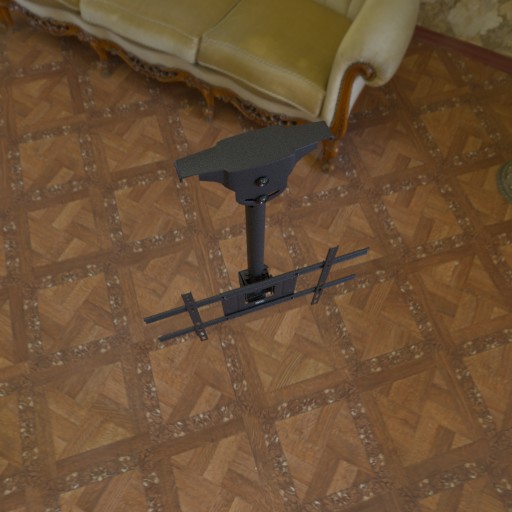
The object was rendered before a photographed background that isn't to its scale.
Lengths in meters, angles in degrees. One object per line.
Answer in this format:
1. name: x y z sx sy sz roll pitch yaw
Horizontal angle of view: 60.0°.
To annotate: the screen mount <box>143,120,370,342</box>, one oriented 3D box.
1. screen mount: 0.000 0.000 1.048 0.595 0.775 0.090 -17 66 -8
